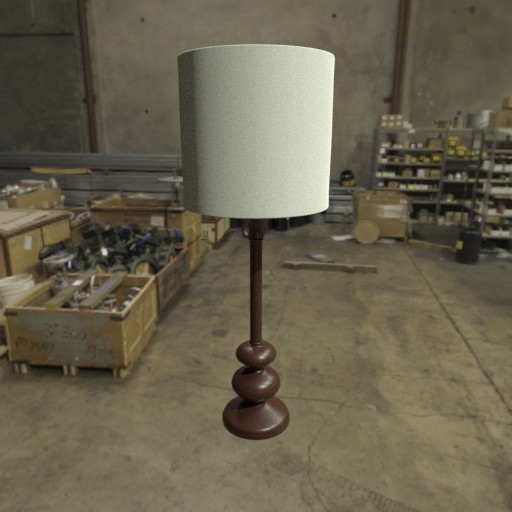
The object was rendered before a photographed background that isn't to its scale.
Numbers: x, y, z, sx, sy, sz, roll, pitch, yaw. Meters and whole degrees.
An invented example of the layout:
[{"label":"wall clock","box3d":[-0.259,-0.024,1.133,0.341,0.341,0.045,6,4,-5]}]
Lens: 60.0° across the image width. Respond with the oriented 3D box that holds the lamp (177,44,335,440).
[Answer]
[{"label":"lamp","box3d":[0.000,0.000,0.812,0.254,0.690,0.254,2,16,8]}]
